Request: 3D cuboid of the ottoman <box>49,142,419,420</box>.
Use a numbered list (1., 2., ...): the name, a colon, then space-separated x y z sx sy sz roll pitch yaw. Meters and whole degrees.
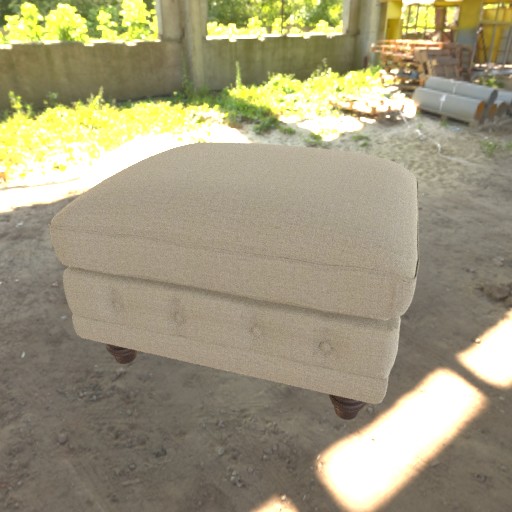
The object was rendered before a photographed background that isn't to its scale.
1. ottoman: 0.000 0.000 1.037 0.684 0.463 0.541 9 29 16
